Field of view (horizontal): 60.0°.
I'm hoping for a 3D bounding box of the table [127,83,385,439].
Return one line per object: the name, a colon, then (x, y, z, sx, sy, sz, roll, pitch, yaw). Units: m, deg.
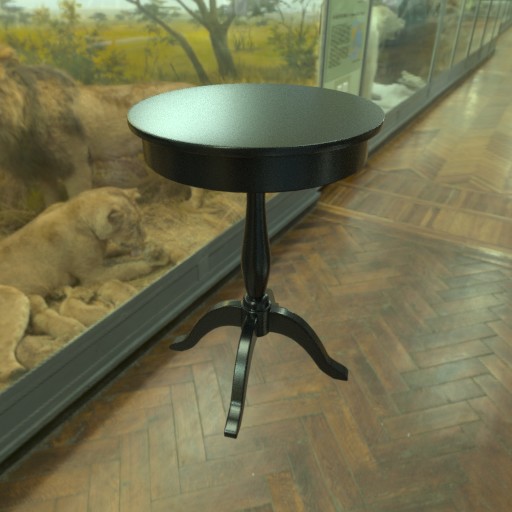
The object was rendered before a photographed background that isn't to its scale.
table: (0.000, 0.000, 1.016, 0.481, 0.665, 0.481, 0, 32, 0)
